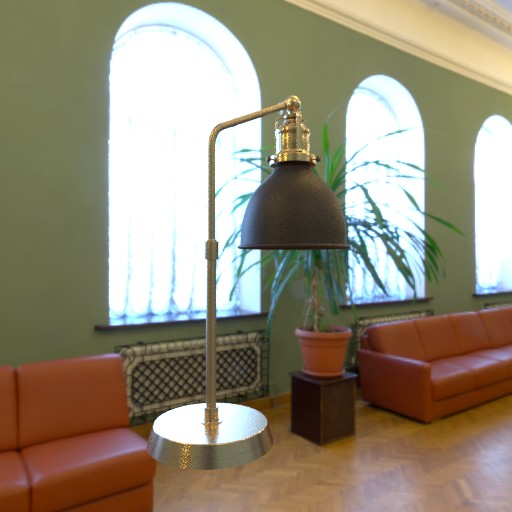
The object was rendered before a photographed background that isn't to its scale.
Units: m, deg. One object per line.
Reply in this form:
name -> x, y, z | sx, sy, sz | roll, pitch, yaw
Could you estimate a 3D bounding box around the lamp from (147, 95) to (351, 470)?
lamp -> 0.000, 0.000, 0.589 | 0.291, 0.456, 0.160 | 0, -1, -37
